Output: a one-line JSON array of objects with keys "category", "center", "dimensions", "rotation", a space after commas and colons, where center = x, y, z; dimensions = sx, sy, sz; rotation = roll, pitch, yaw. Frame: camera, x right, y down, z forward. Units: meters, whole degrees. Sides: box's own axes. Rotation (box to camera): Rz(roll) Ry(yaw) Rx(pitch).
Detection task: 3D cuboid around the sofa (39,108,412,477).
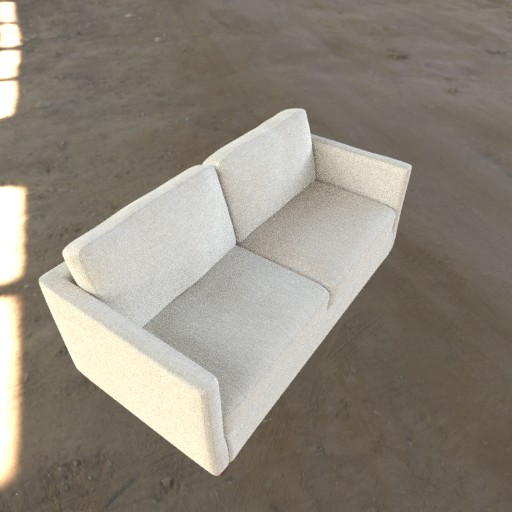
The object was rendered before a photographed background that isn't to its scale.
[{"category": "sofa", "center": [0.000, 0.000, 2.360], "dimensions": [0.950, 0.963, 1.838], "rotation": [25, 47, 26]}]
